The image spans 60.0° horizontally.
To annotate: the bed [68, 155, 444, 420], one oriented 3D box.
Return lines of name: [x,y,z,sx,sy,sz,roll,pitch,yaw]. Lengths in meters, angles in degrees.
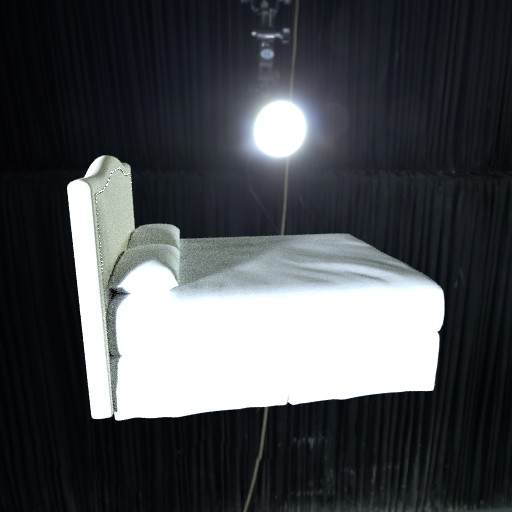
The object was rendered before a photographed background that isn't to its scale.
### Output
bed: [0.000,0.000,3.277,2.143,1.460,1.753,-2,15,-9]
